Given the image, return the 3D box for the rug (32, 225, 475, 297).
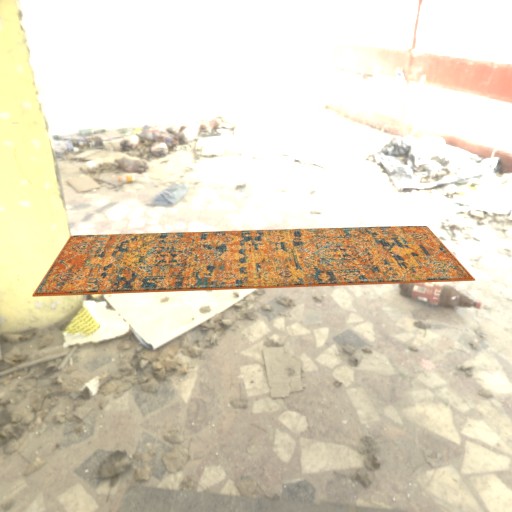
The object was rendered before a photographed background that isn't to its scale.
[{"bbox_3d":[0.000,0.000,2.545,2.274,0.016,0.651,-2,30,-3],"label":"rug"}]
